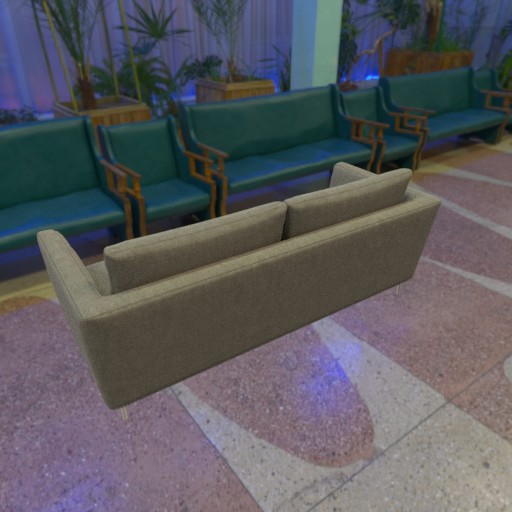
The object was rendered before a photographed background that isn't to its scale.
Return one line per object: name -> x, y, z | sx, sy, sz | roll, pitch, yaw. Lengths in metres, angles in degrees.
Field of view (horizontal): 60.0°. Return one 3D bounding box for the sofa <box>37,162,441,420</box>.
sofa -> 0.000, 0.000, 2.564 | 2.121, 0.864, 0.889 | -18, 34, -29
